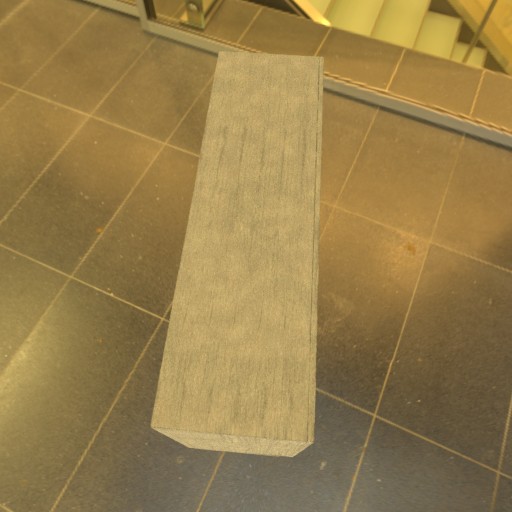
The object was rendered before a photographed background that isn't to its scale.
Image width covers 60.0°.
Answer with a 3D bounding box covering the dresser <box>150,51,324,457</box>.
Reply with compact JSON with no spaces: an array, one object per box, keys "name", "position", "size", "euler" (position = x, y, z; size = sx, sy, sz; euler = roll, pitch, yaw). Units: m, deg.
[{"name":"dresser","position":[0.000,0.000,2.052],"size":[0.483,0.889,1.628],"euler":[4,63,2]}]
